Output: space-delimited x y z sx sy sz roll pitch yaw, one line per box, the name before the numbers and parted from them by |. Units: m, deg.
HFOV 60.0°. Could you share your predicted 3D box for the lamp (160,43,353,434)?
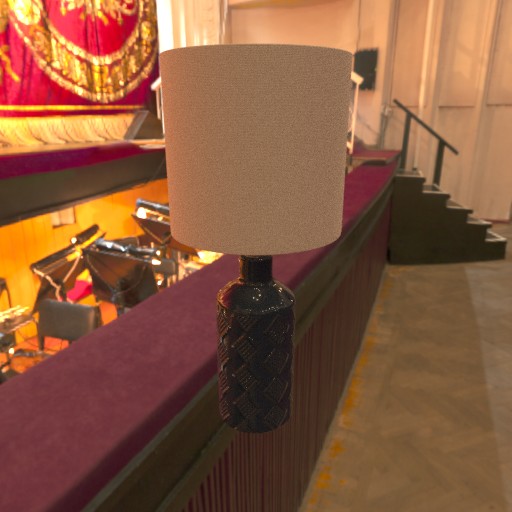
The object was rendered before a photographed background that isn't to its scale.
lamp | 0.000 0.000 0.558 0.207 0.461 0.207 10 21 26
